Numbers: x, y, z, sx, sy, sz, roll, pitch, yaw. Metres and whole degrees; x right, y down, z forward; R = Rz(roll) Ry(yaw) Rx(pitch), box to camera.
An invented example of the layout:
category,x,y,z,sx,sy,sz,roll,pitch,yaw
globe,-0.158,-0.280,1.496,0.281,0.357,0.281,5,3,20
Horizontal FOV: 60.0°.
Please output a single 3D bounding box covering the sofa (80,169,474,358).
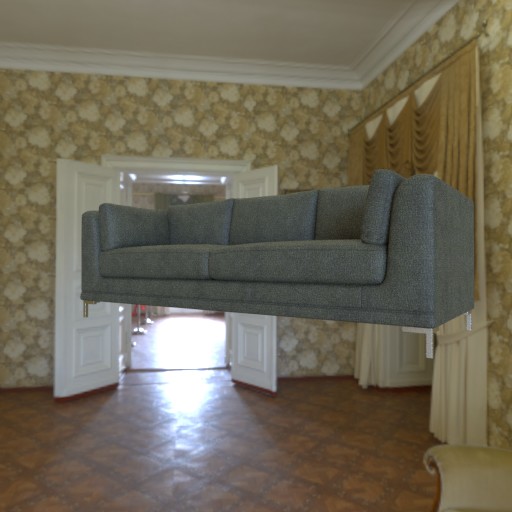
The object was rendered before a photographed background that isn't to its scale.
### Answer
category,x,y,z,sx,sy,sz,roll,pitch,yaw
sofa,0.000,0.000,2.864,2.415,0.867,0.969,-1,-1,35
